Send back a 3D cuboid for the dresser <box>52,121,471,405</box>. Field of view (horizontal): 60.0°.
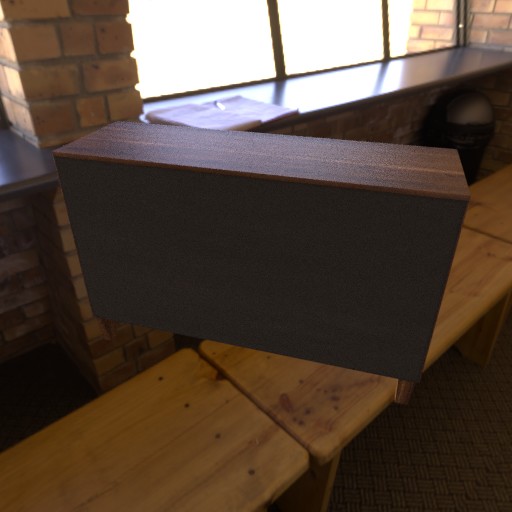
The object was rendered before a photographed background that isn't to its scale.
[{"bbox_3d":[0.000,0.000,1.824,1.387,0.892,0.438,9,33,14],"label":"dresser"}]
